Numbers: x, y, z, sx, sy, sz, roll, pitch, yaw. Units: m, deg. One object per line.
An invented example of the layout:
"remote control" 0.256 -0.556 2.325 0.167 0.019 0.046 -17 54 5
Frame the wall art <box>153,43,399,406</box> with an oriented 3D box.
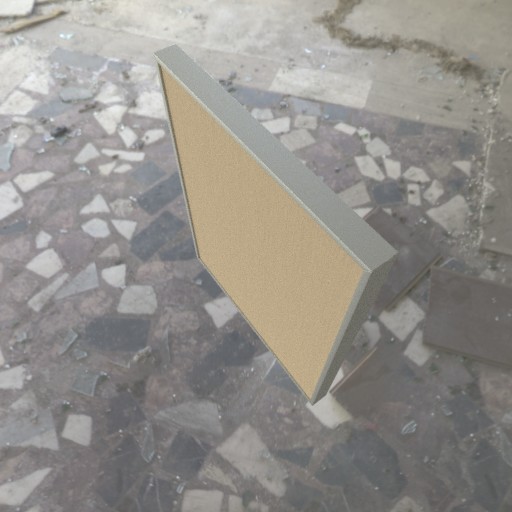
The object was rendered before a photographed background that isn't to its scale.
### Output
"wall art" 0.000 0.000 0.776 0.039 0.553 0.445 -32 63 -18
